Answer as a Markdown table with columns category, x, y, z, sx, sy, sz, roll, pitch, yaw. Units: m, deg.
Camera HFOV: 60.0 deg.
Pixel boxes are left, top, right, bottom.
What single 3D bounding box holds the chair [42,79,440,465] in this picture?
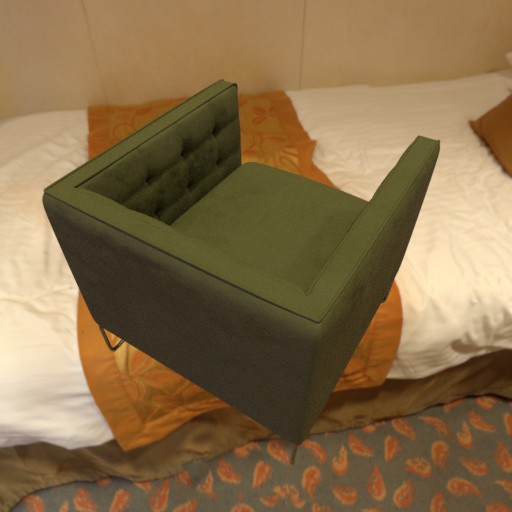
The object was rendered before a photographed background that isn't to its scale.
| category | x | y | z | sx | sy | sz | roll | pitch | yaw |
| --- | --- | --- | --- | --- | --- | --- | --- | --- | --- |
| chair | 0.000 | 0.000 | 1.573 | 0.880 | 0.790 | 0.894 | 24 | 50 | 22 |
